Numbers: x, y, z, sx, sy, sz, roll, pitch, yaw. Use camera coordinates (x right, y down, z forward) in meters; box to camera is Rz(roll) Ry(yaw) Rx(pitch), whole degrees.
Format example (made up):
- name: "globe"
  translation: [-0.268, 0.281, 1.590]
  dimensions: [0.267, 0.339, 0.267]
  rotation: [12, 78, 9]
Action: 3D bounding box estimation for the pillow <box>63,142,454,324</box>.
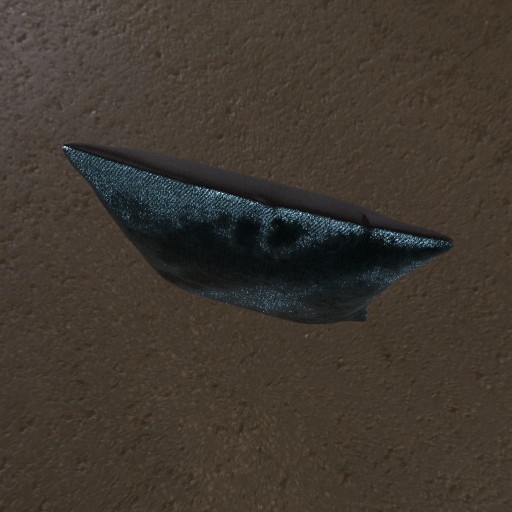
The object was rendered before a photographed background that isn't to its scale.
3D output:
- name: "pillow"
  translation: [0.000, 0.000, 0.650]
  dimensions: [0.436, 0.430, 0.138]
  rotation: [15, 74, 4]
